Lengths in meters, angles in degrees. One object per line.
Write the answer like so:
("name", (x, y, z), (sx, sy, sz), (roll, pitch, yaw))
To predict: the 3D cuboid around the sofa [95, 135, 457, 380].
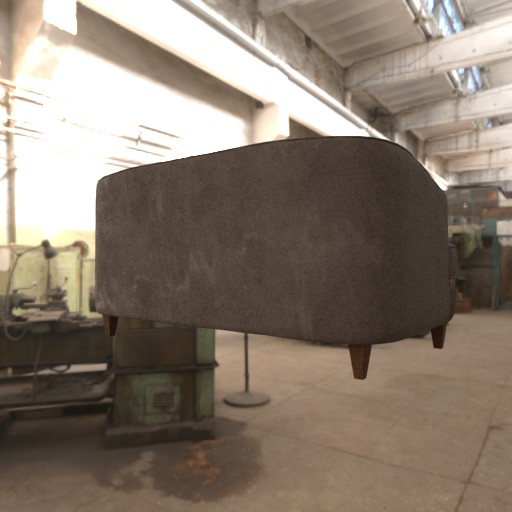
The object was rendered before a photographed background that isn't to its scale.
("sofa", (0.000, 0.000, 2.241), (1.733, 0.855, 0.941), (0, 0, 36))
